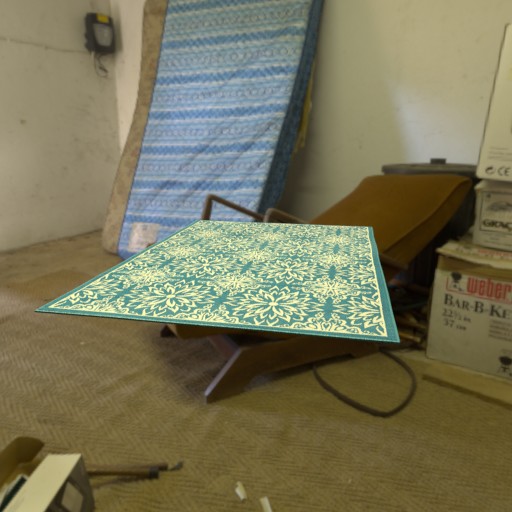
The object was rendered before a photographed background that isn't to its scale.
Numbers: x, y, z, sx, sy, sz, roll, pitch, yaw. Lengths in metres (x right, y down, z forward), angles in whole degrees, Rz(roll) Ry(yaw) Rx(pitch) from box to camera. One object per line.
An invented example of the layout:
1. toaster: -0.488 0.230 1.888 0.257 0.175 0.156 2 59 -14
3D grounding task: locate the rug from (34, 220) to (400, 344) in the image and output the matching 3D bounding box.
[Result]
1. rug: 0.000 0.000 2.850 1.554 0.012 2.205 3 16 11
